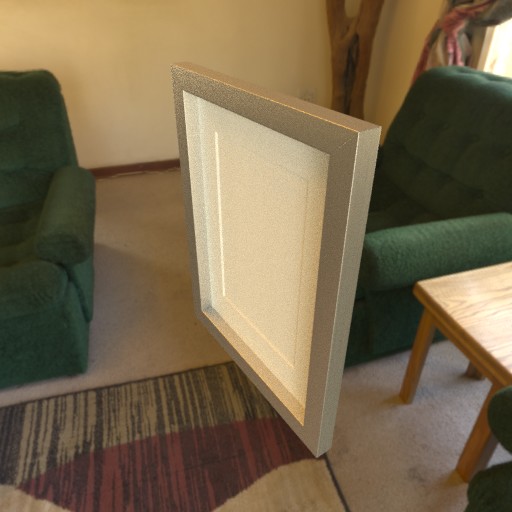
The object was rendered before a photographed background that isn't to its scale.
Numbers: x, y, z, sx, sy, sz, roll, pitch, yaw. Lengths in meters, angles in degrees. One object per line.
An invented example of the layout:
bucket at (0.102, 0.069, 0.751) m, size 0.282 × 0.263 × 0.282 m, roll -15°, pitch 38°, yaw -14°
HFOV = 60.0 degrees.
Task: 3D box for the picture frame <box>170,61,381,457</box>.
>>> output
picture frame at (0.000, 0.000, 0.528) m, size 0.036 × 0.386 × 0.307 m, roll -20°, pitch 38°, yaw -28°
